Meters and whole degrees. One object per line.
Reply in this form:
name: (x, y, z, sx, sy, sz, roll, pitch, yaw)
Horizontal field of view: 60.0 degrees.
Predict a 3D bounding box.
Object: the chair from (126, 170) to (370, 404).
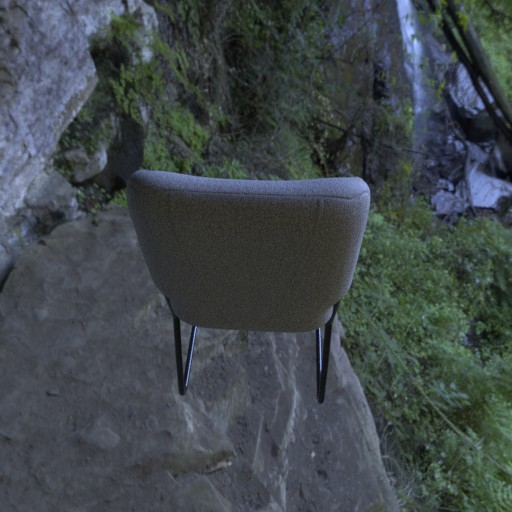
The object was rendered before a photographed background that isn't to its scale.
chair: (0.000, 0.000, 1.171, 0.448, 0.864, 0.560, 3, 48, 2)
